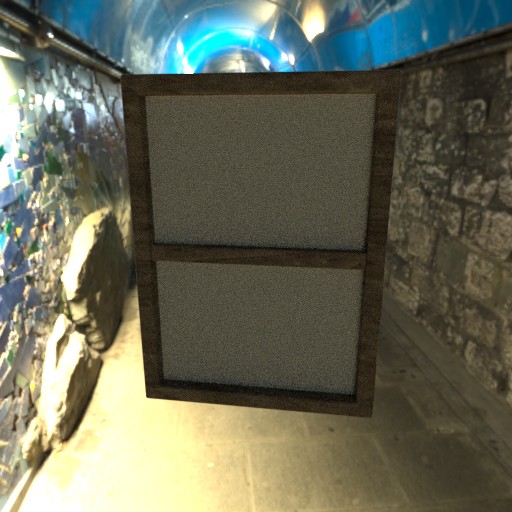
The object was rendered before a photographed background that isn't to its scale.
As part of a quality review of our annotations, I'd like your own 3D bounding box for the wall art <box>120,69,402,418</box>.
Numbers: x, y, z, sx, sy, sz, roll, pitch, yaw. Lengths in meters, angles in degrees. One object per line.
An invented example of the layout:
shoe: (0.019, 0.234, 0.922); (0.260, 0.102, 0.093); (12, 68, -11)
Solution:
wall art: (0.000, 0.000, 0.789); (0.443, 0.605, 0.035); (2, 17, 8)
